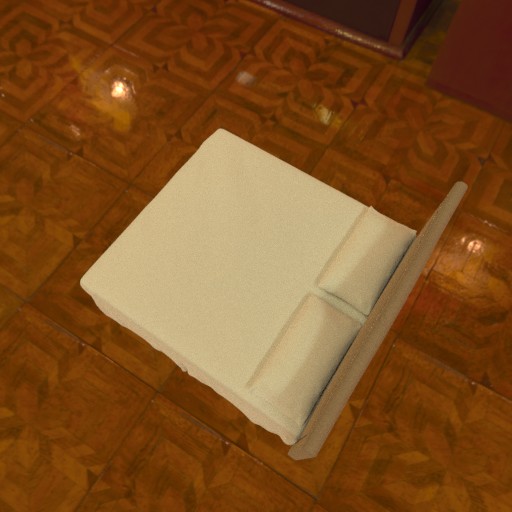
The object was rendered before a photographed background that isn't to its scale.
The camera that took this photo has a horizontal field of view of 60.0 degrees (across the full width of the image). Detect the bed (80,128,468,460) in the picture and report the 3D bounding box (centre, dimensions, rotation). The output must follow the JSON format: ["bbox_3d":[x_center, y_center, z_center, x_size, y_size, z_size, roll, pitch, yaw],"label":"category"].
[{"bbox_3d":[0.000,0.000,3.511,2.182,1.421,2.083,31,68,14],"label":"bed"}]
